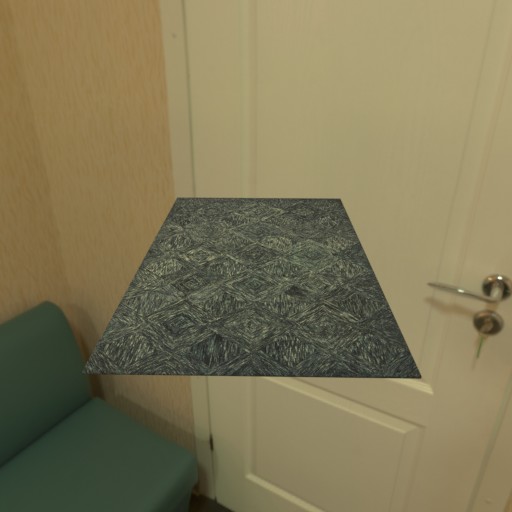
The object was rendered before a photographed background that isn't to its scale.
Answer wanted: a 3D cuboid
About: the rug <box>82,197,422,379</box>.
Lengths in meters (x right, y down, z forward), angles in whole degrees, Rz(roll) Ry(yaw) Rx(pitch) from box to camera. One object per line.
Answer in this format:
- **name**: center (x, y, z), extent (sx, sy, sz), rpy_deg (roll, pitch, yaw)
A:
- **rug**: center (0.000, 0.000, 2.966), extent (1.478, 0.017, 2.330), rpy_deg (1, 26, 1)
